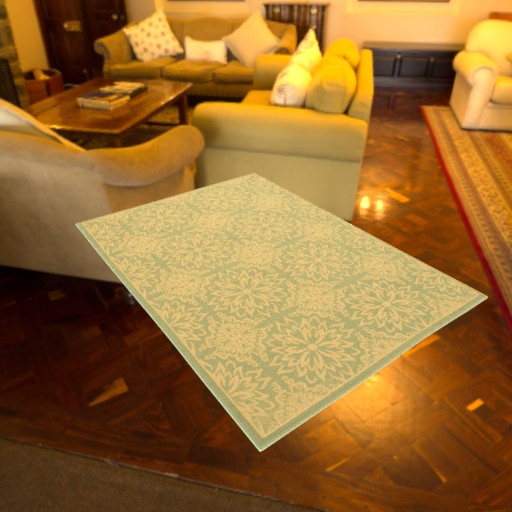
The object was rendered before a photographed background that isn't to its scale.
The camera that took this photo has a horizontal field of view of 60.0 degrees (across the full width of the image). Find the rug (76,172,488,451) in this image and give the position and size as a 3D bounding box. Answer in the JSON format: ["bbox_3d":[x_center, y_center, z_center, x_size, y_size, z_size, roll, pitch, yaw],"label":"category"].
[{"bbox_3d":[0.000,0.000,2.818,1.589,0.014,2.205,-22,39,-30],"label":"rug"}]
